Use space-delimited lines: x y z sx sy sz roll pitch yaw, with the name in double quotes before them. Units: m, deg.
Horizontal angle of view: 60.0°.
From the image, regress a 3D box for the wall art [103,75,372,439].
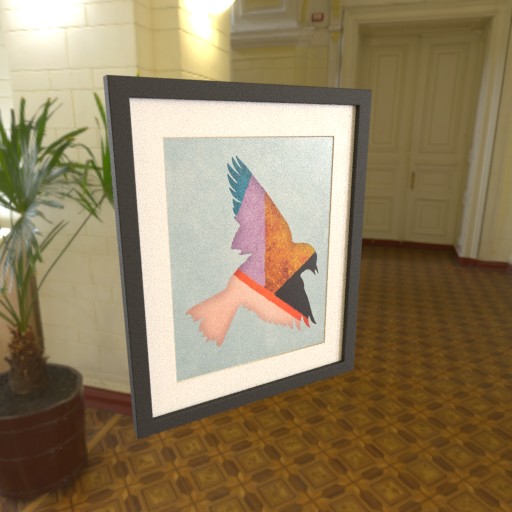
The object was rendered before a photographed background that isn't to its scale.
"wall art" 0.000 0.000 0.768 0.457 0.558 0.028 -9 18 -28
